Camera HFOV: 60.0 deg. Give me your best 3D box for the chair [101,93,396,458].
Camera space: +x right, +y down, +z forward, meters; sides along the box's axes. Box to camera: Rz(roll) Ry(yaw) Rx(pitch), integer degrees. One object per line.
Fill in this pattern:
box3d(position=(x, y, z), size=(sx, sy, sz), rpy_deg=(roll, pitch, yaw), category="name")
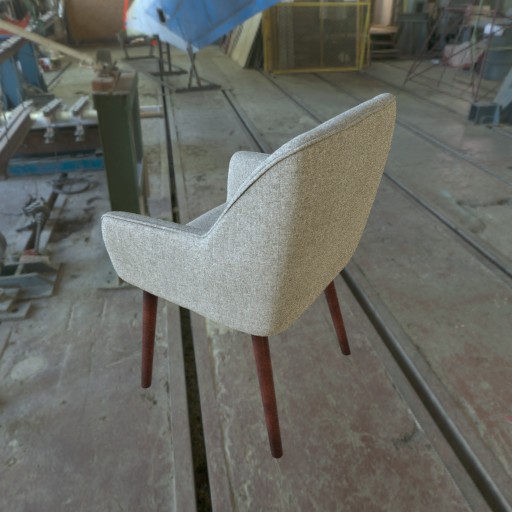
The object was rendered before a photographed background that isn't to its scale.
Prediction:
box3d(position=(0.000, 0.000, 1.148), size=(0.519, 0.803, 0.543), rpy_deg=(19, 36, 28), category="chair")
